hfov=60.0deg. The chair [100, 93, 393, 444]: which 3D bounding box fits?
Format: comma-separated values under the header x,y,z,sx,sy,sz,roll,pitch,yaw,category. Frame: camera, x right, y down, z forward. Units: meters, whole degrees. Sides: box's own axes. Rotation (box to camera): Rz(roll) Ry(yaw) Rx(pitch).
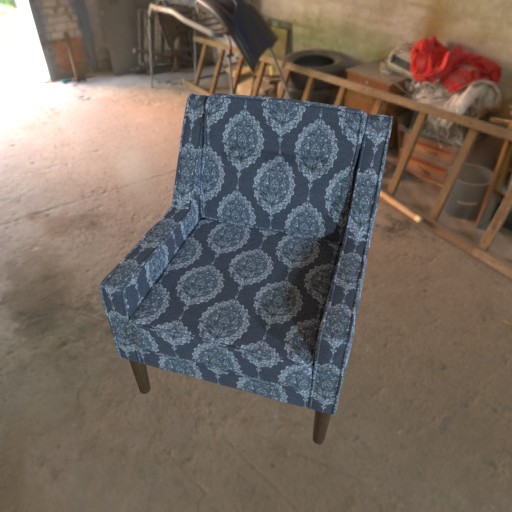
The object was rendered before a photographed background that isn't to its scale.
x,y,z,sx,sy,sz,roll,pitch,yaw,category
0.000,0.000,1.377,0.663,0.792,0.743,11,41,13,chair
